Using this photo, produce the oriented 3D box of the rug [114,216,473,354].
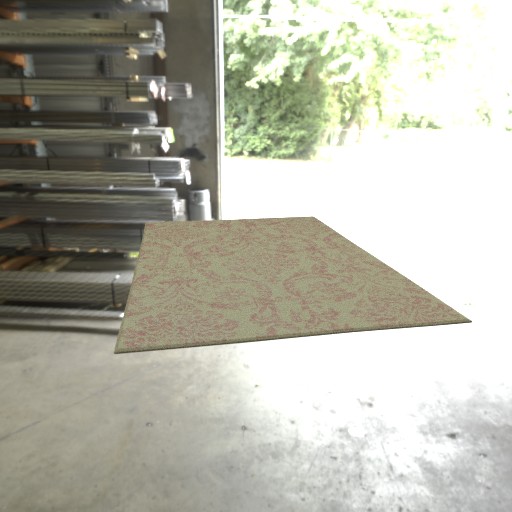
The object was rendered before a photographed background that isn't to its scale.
[{"bbox_3d":[0.000,0.000,2.318,1.219,0.012,1.839,-3,17,-10],"label":"rug"}]
